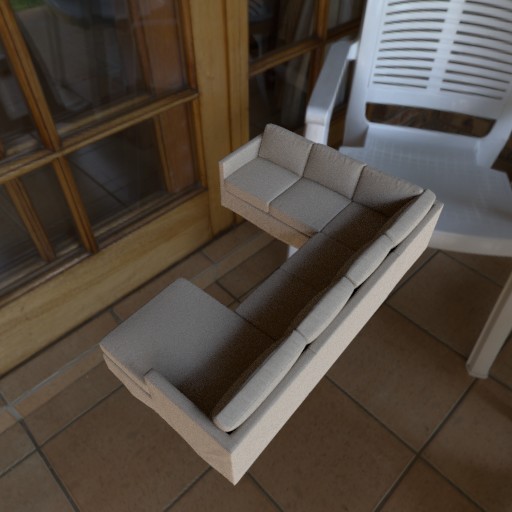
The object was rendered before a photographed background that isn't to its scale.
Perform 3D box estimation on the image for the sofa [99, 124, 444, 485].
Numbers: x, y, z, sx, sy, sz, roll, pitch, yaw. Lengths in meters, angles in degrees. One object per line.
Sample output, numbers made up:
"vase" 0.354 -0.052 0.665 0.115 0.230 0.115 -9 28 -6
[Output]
"sofa" 0.000 0.000 4.591 2.427 0.882 3.460 32 54 26
